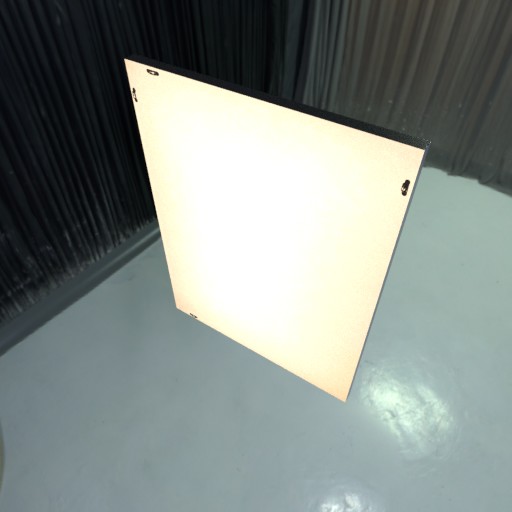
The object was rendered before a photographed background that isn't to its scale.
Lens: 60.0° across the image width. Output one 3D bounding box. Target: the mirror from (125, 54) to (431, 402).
[{"bbox_3d":[0.000,0.000,1.336,0.762,1.016,0.040,25,51,22],"label":"mirror"}]
